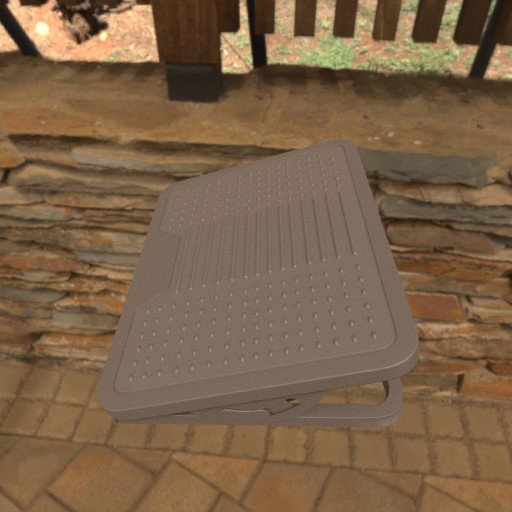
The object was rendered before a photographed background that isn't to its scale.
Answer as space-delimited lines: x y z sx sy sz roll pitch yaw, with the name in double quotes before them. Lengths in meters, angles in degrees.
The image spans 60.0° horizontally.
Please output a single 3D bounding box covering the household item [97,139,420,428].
"household item" 0.000 0.000 0.533 0.301 0.126 0.390 1 41 1
